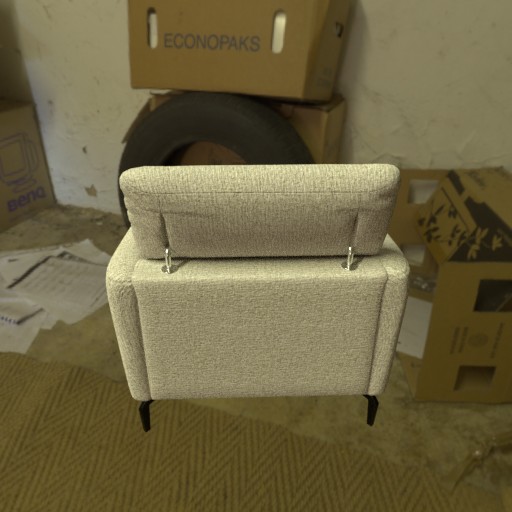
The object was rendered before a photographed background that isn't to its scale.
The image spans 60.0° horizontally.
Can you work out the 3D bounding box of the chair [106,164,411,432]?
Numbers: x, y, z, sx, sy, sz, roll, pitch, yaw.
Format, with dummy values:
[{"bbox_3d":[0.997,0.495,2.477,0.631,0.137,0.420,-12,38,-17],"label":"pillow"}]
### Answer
[{"bbox_3d":[0.000,0.000,1.708,0.972,0.967,0.835,-1,31,-2],"label":"chair"}]
